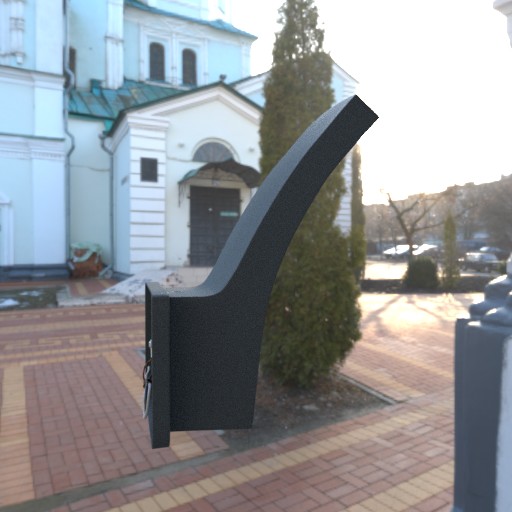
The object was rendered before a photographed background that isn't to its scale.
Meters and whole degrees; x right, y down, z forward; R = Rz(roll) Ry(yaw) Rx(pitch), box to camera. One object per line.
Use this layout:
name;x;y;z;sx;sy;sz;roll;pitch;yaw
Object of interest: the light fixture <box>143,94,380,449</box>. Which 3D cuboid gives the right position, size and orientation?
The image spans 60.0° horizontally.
light fixture;0.000;0.000;0.347;0.174;0.243;0.108;0;1;-16
